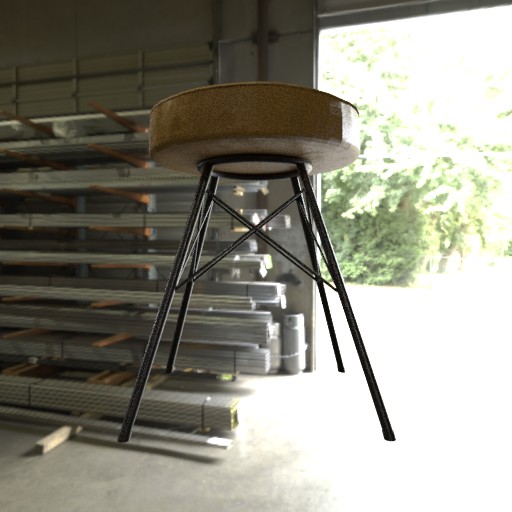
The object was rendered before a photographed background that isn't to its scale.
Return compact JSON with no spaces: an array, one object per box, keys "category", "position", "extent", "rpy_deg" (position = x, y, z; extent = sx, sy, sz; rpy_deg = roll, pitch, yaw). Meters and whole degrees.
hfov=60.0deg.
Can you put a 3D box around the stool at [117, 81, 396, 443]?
[{"category":"stool","position":[0.000,0.000,0.921],"extent":[0.472,0.595,0.438],"rpy_deg":[0,1,2]}]
